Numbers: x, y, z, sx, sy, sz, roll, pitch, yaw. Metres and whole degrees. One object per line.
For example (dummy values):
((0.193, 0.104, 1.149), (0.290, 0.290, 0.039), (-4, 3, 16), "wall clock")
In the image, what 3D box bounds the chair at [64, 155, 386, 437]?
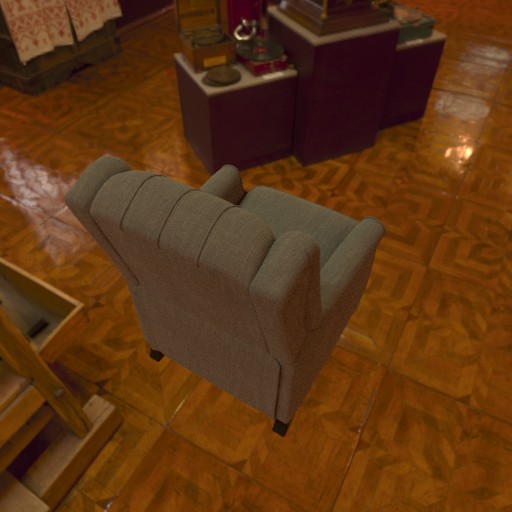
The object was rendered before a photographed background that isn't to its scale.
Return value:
((0.000, 0.000, 1.628), (0.742, 1.035, 0.898), (24, 51, 21), "chair")
